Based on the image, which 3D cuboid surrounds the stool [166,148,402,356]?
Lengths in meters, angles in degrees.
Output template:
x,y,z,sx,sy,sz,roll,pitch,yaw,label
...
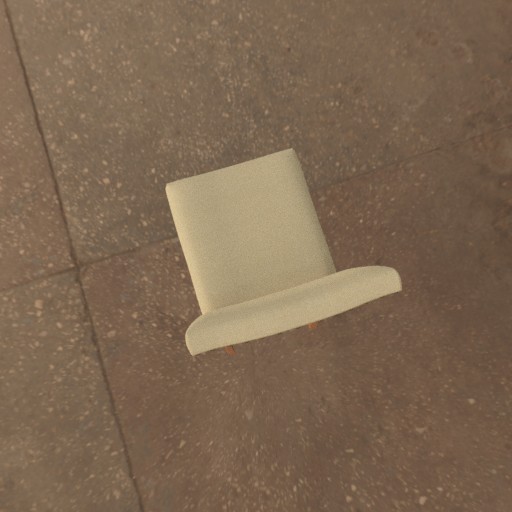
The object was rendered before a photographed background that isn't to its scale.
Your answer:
x,y,z,sx,sy,sz,roll,pitch,yaw,label
0.000,0.000,1.474,0.445,1.168,0.584,-17,77,-4,stool
